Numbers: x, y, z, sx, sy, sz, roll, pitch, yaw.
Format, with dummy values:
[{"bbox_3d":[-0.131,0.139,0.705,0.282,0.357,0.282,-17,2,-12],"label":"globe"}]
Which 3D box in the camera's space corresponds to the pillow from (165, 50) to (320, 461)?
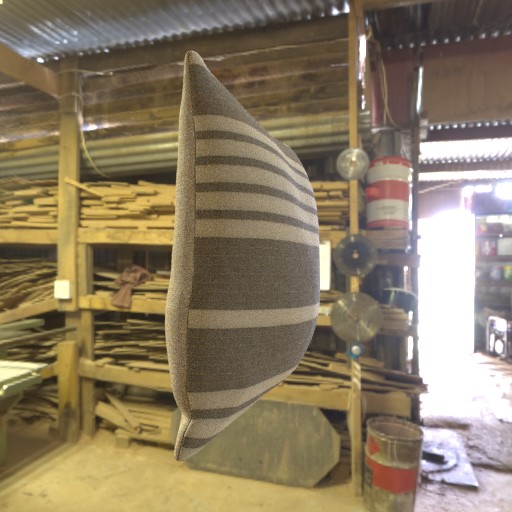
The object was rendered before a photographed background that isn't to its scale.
[{"bbox_3d":[0.000,0.000,0.669,0.182,0.440,0.439,0,-1,20],"label":"pillow"}]
